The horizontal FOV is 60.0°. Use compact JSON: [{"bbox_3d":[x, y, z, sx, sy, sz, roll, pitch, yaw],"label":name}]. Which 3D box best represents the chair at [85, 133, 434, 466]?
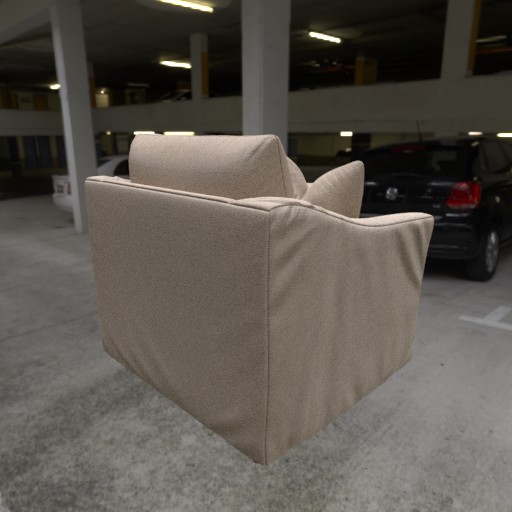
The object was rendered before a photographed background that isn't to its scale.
[{"bbox_3d":[0.000,0.000,2.044,1.071,1.093,1.194,-15,22,-42],"label":"chair"}]
